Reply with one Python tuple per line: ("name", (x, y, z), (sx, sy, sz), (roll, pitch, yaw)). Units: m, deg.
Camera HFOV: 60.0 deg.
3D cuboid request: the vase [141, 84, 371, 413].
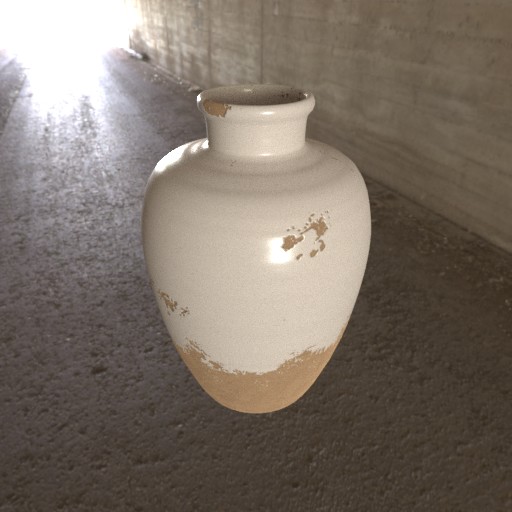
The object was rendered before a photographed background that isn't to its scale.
("vase", (0.000, 0.000, 0.326), (0.158, 0.228, 0.158), (0, 31, 0))
